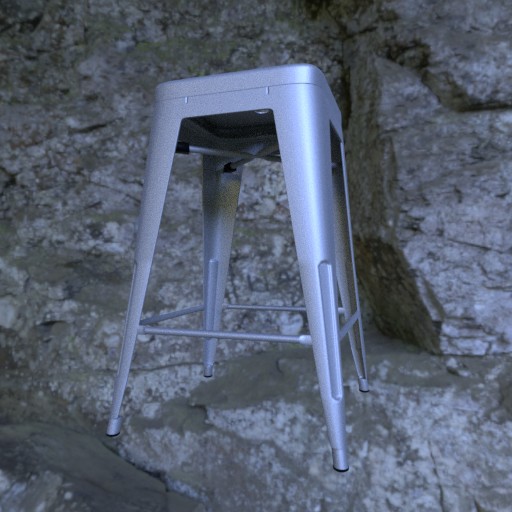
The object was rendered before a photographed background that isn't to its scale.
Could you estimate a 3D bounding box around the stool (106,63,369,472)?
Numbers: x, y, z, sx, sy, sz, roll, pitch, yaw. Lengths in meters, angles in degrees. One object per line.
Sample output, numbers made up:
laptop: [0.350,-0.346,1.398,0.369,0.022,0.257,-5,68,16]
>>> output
stool: [0.000,0.000,0.874,0.406,0.610,0.406,0,0,19]
